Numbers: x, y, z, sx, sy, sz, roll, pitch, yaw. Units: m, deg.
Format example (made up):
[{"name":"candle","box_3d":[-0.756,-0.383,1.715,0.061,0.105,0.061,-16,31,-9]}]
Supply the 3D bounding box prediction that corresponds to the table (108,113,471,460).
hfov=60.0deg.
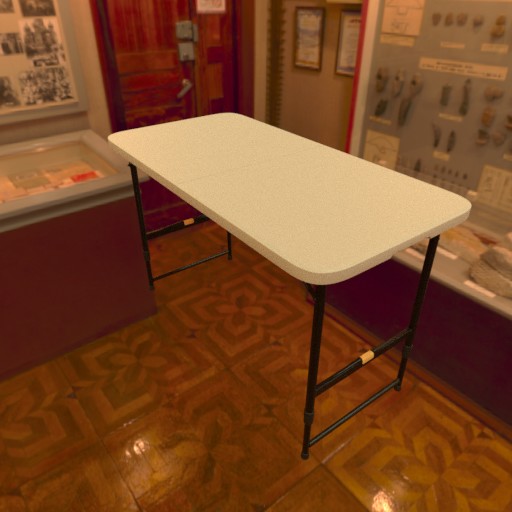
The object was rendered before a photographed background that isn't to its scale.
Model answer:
[{"name":"table","box_3d":[0.000,0.000,1.660,0.611,0.737,1.245,-22,38,-30]}]
